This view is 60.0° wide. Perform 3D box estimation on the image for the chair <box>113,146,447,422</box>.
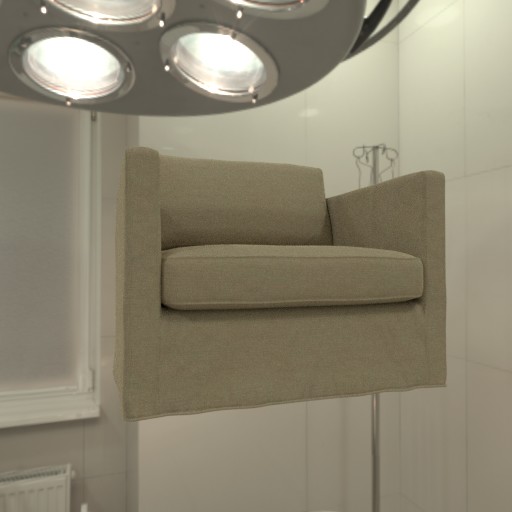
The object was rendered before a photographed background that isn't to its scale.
[{"bbox_3d":[0.000,0.000,1.727,1.057,0.863,0.949,0,-1,-19],"label":"chair"}]
